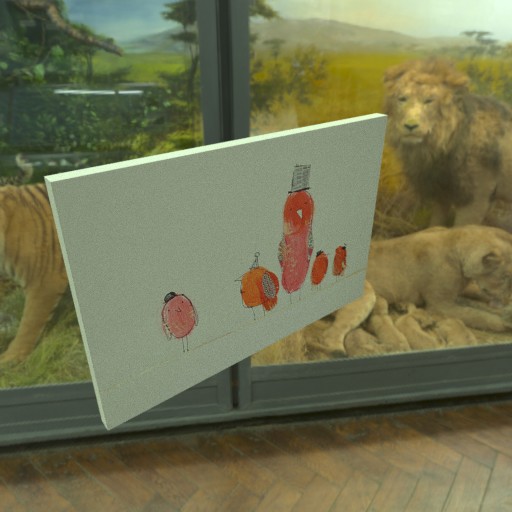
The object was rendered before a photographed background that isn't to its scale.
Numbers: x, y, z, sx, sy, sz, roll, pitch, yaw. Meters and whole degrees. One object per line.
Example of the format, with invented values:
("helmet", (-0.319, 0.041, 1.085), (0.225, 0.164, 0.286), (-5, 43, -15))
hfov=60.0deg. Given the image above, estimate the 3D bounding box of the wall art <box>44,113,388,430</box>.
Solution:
("wall art", (0.000, 0.000, 1.156), (0.914, 0.609, 0.038), (-21, 35, -33))
